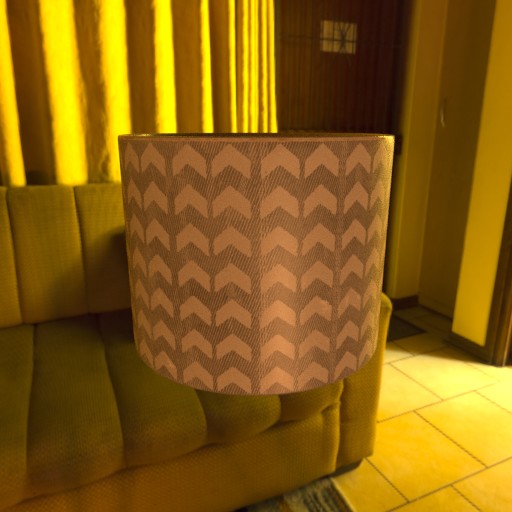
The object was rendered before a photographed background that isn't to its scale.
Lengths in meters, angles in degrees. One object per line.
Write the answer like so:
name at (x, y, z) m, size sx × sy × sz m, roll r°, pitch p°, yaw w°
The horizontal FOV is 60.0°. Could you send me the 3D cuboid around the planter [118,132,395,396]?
planter at (0.000, 0.000, 0.451) m, size 0.250 × 0.239 × 0.250 m, roll 0°, pitch 16°, yaw 0°
